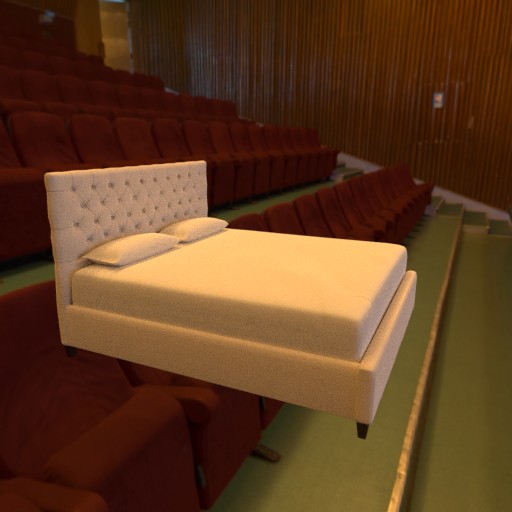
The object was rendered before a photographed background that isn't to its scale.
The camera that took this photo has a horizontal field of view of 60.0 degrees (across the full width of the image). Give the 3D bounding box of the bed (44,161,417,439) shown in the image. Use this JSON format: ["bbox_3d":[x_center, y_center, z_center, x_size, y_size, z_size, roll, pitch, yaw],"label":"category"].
[{"bbox_3d":[0.000,0.000,3.688,2.387,1.427,2.078,7,16,25],"label":"bed"}]
